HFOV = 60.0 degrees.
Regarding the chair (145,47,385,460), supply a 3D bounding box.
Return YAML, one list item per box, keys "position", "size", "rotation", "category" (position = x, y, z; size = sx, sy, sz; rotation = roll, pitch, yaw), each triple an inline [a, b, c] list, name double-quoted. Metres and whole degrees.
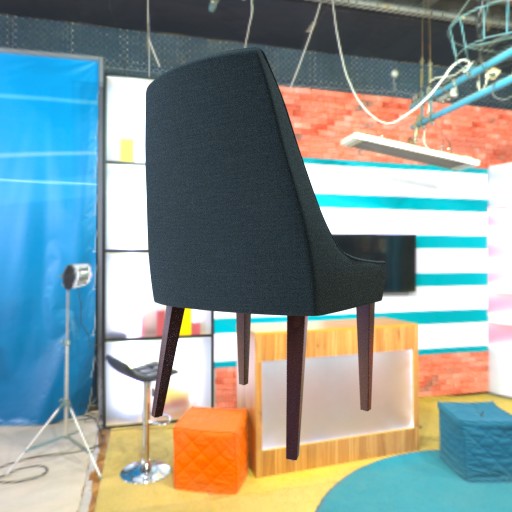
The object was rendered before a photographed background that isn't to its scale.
- position: [0.000, 0.000, 1.187]
  size: [0.529, 0.861, 0.544]
  rotation: [0, -1, 36]
  category: "chair"
